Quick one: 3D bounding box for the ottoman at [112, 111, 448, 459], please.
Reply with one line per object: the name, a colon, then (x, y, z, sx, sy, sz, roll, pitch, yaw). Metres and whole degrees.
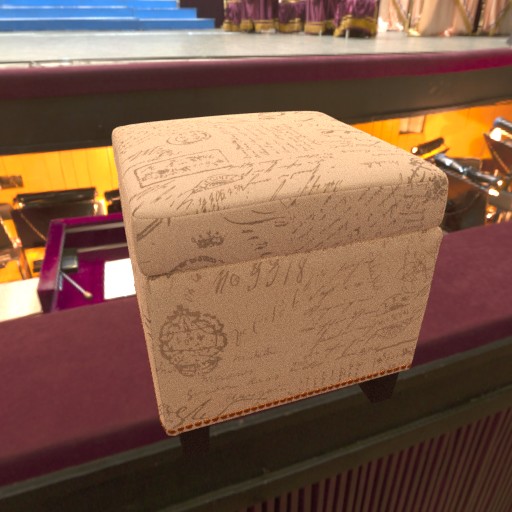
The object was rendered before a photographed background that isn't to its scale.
ottoman: (0.000, 0.000, 0.832, 0.449, 0.457, 0.450, -10, 31, -17)
